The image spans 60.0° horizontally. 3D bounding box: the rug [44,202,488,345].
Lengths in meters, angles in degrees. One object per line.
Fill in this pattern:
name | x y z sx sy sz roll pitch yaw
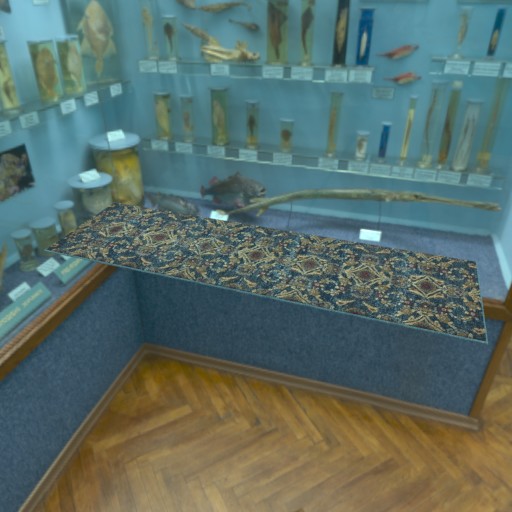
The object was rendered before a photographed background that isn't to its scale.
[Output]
rug | 0.000 0.000 2.444 2.292 0.014 0.685 10 33 16
